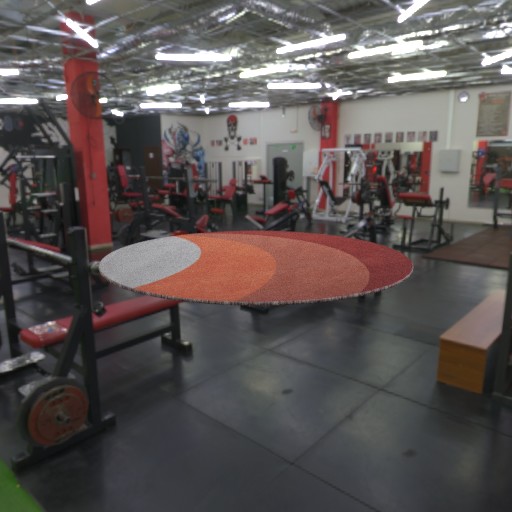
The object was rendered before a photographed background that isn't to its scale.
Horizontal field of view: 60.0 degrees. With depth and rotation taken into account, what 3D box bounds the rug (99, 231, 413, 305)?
[{"bbox_3d":[0.000,0.000,2.256,1.514,0.015,1.514,0,13,0],"label":"rug"}]
